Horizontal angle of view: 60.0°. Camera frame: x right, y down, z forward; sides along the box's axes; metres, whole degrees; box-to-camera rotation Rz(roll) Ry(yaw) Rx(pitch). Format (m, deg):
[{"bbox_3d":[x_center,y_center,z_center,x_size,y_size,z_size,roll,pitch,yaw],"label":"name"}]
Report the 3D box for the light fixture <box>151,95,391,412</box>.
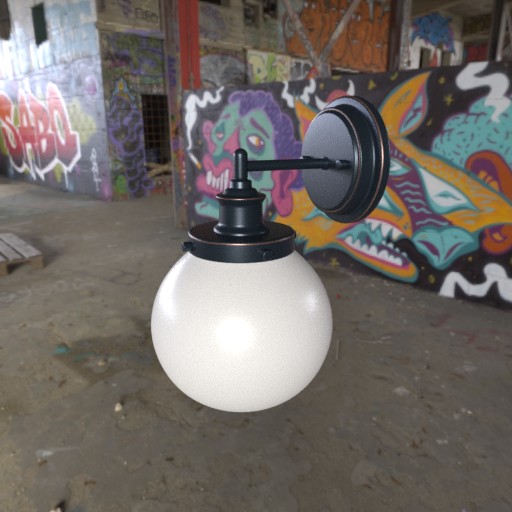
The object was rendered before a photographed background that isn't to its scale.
[{"bbox_3d":[0.000,0.000,0.478,0.230,0.332,0.197,-7,18,-24],"label":"light fixture"}]
